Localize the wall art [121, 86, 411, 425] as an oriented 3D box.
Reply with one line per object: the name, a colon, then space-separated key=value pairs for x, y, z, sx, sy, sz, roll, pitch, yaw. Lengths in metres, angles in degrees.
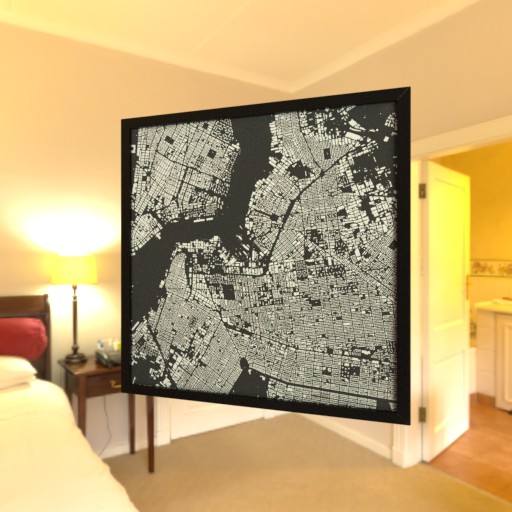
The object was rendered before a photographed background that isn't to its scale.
wall art: x=0.000 y=0.000 z=0.455 sx=0.299 sy=0.299 sz=0.037 roll=0 pitch=0 yaw=18
